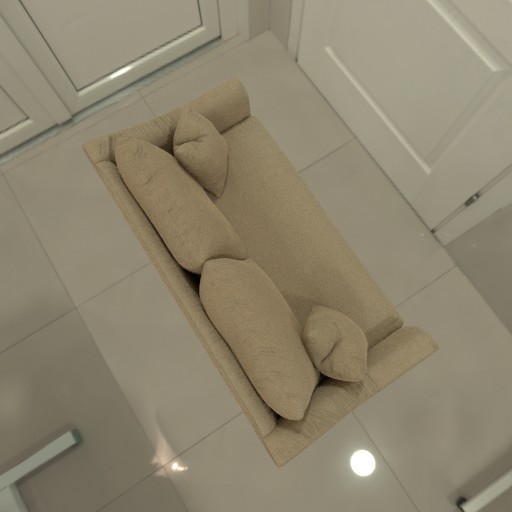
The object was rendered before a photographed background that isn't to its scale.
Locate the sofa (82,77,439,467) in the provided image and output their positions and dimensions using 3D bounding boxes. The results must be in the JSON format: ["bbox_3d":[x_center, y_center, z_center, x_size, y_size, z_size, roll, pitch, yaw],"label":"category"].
[{"bbox_3d":[0.000,0.000,2.673,1.072,1.018,2.010,-32,77,-8],"label":"sofa"}]
